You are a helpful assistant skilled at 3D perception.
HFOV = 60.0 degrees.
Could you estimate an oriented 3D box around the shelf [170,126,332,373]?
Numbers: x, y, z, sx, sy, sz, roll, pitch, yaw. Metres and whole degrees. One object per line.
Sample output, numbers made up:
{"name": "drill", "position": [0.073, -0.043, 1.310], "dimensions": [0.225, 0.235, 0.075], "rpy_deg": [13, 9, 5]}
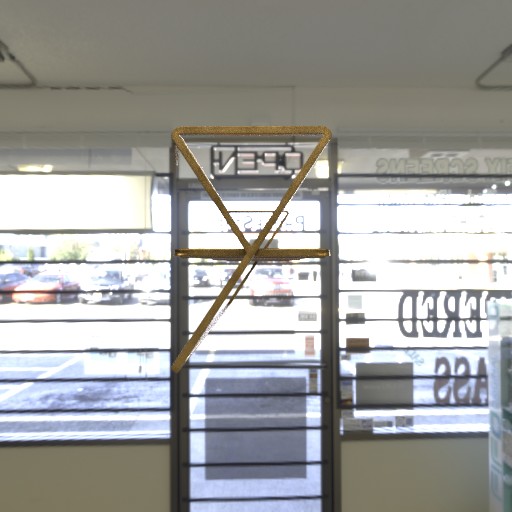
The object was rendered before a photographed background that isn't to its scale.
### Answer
{"name": "shelf", "position": [0.000, 0.000, 0.731], "dimensions": [0.150, 0.229, 0.645], "rpy_deg": [0, -1, 1]}
